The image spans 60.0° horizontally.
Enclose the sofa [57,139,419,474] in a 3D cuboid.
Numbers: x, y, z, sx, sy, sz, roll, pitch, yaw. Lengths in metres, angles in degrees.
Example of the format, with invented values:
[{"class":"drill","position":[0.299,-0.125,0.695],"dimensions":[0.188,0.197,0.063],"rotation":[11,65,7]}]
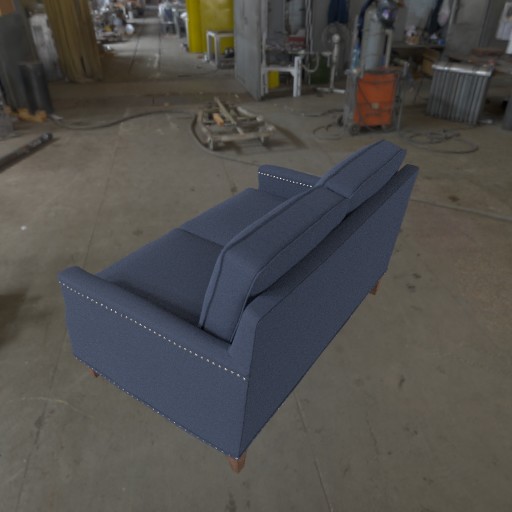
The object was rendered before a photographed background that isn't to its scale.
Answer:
[{"class":"sofa","position":[0.000,0.000,2.241],"dimensions":[1.084,1.003,1.597],"rotation":[20,38,29]}]
